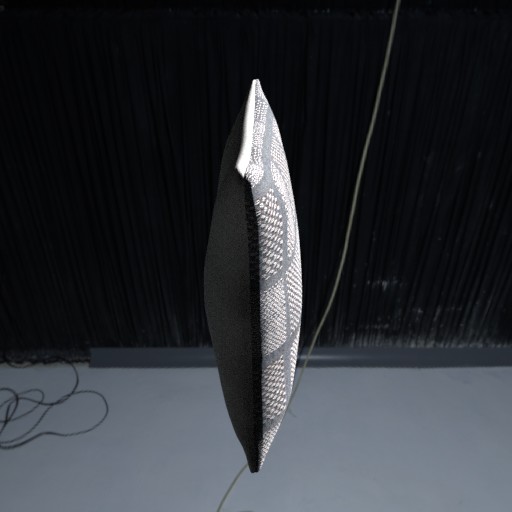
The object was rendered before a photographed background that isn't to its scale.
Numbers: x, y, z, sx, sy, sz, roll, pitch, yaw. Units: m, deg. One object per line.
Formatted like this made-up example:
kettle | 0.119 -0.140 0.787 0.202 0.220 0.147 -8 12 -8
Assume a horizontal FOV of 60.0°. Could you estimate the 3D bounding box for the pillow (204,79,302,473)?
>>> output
pillow | 0.000 0.000 0.672 0.138 0.432 0.435 1 32 1
